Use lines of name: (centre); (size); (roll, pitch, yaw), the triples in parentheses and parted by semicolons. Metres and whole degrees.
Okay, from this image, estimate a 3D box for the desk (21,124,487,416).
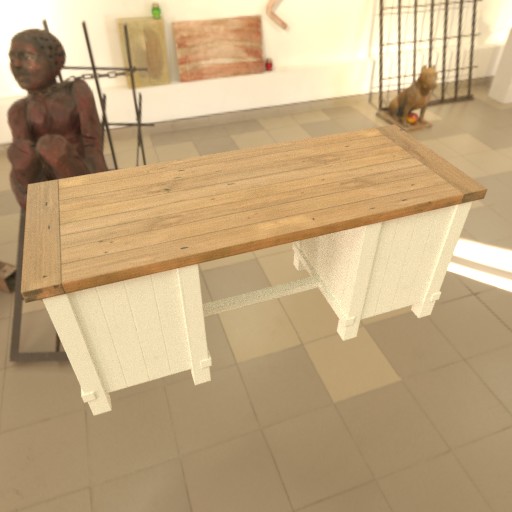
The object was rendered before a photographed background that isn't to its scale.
desk: (0.000, 0.000, 2.106); (1.803, 0.760, 0.688); (-13, 42, -15)
